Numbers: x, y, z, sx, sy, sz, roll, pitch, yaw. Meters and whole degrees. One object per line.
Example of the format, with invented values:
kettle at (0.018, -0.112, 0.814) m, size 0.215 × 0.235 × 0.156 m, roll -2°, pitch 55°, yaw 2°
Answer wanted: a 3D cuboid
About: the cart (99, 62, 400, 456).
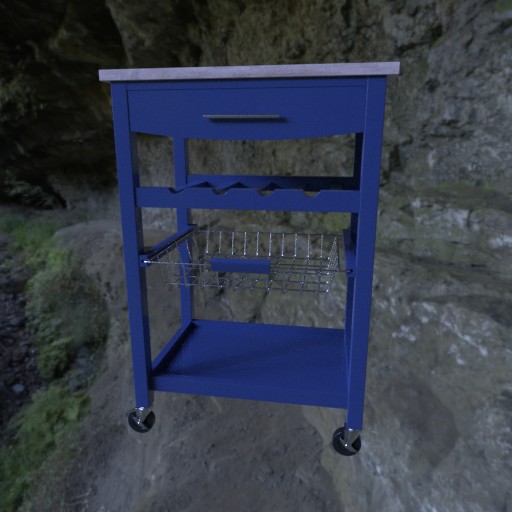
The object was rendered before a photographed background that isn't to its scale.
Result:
cart at (0.000, 0.000, 1.125) m, size 0.584 × 0.839 × 0.403 m, roll 2°, pitch 15°, yaw 9°
